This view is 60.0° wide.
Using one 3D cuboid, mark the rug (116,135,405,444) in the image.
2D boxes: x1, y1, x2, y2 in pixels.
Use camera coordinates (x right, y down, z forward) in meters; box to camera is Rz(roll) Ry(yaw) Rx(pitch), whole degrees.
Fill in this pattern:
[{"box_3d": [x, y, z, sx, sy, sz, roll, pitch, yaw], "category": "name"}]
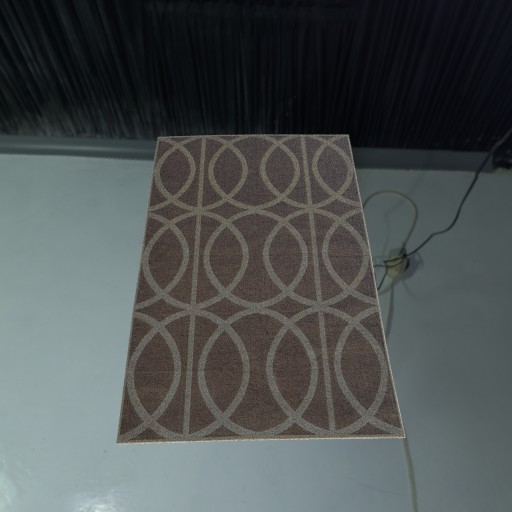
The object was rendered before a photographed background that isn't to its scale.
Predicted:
[{"box_3d": [0.000, 0.000, 2.928, 1.526, 0.014, 2.290, -1, 58, -1], "category": "rug"}]
